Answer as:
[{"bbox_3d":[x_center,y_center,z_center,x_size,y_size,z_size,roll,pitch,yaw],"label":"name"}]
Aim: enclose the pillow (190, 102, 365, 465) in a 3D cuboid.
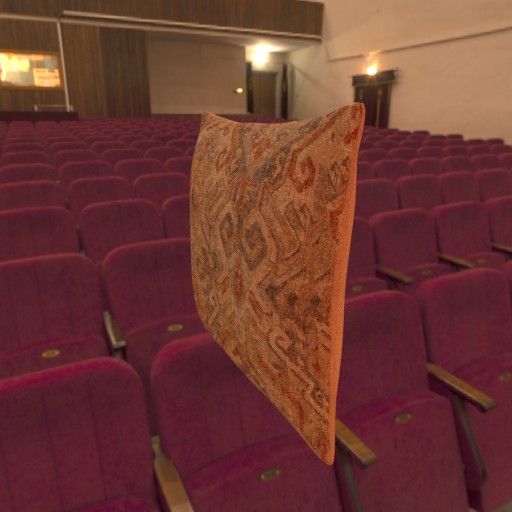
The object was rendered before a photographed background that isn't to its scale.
[{"bbox_3d":[0.000,0.000,0.799,0.166,0.506,0.523,-8,19,-25],"label":"pillow"}]
